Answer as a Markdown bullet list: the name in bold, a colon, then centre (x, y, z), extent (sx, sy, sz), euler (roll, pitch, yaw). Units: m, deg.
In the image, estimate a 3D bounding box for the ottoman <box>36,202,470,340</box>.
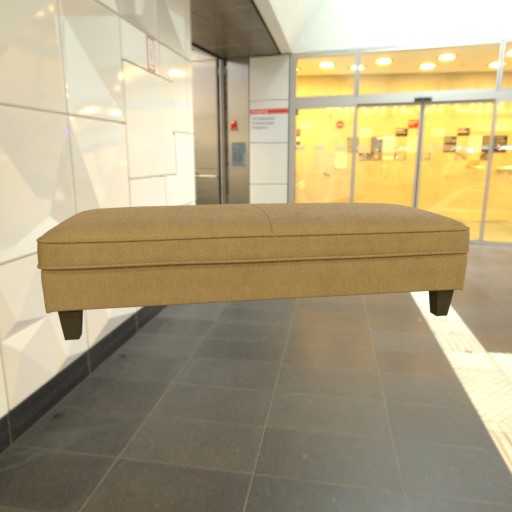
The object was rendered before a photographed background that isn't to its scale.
- **ottoman**: centre (0.000, 0.000, 2.112), extent (1.764, 0.470, 0.751), euler (-2, 13, -9)
